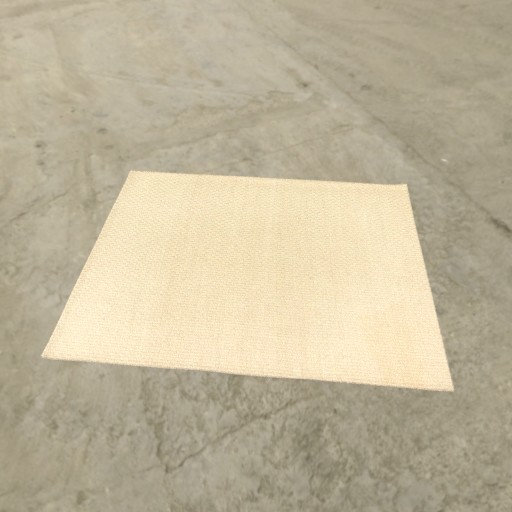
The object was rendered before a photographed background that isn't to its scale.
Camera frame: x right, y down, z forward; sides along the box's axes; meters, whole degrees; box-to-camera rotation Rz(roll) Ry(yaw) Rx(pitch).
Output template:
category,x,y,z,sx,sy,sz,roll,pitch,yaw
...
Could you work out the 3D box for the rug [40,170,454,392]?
category,x,y,z,sx,sy,sz,roll,pitch,yaw
rug,0.000,0.000,3.849,2.897,0.035,2.277,4,47,4
